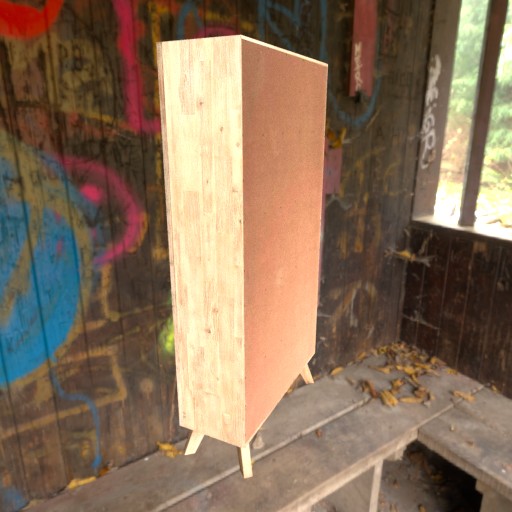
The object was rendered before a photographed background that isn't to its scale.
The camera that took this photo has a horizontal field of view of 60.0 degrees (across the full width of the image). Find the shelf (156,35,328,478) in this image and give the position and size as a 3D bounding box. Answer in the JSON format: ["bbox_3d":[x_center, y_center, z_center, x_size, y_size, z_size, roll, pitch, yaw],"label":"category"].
[{"bbox_3d":[0.000,0.000,1.767,0.308,1.471,0.748,8,19,25],"label":"shelf"}]
